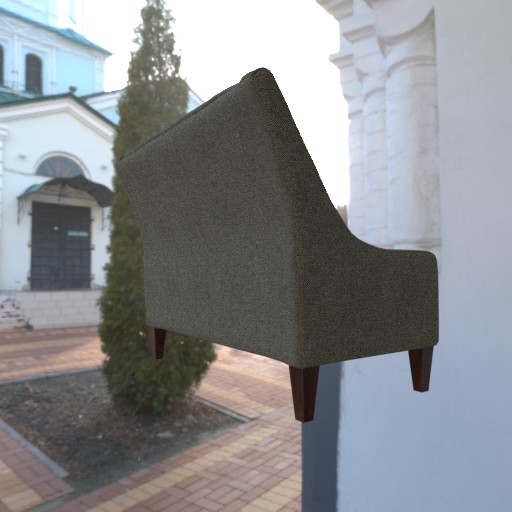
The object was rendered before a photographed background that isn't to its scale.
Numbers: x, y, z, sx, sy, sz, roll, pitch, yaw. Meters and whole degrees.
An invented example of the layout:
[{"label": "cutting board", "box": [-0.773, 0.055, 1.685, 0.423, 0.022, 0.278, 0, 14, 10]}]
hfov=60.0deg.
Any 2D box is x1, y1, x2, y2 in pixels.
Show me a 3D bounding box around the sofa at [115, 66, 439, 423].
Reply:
[{"label": "sofa", "box": [0.000, 0.000, 1.928, 0.870, 1.021, 1.242, 1, -2, -35]}]
